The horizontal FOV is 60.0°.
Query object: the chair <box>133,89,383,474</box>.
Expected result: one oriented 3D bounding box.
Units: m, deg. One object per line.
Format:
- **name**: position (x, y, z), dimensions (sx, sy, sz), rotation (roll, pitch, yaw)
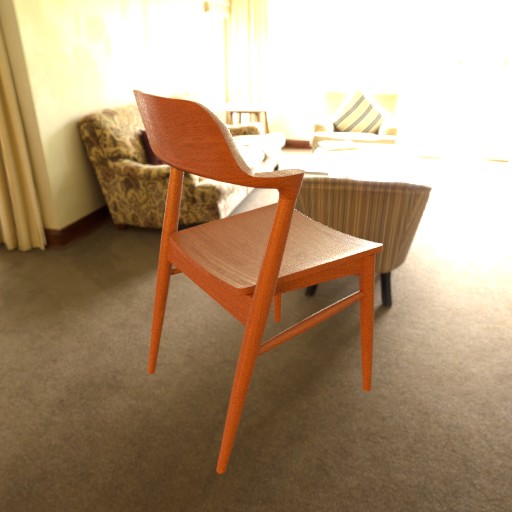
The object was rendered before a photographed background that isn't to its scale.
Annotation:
- **chair**: position (0.000, 0.000, 1.126), dimensions (0.499, 0.801, 0.496), rotation (-16, 30, -31)
